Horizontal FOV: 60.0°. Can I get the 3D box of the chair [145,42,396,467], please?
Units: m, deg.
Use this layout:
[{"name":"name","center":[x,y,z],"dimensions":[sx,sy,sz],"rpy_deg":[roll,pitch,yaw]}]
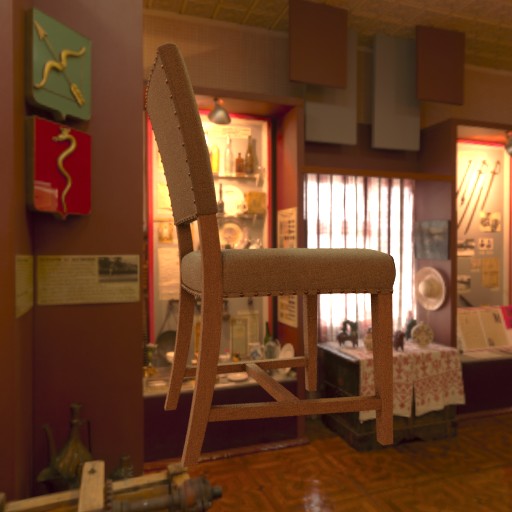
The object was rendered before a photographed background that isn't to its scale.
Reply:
[{"name":"chair","center":[0.000,0.000,1.306],"dimensions":[0.622,0.986,0.508],"rpy_deg":[0,1,-18]}]
